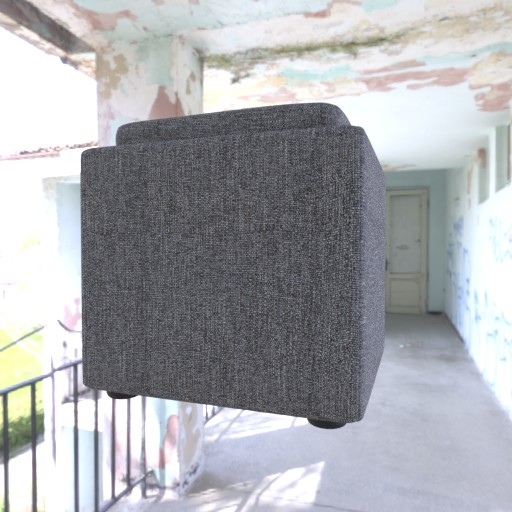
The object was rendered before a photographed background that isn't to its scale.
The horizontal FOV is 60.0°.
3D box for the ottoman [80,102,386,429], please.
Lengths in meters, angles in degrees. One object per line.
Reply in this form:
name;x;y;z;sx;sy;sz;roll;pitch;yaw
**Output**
ottoman;0.000;0.000;0.843;0.450;0.460;0.450;1;2;20
